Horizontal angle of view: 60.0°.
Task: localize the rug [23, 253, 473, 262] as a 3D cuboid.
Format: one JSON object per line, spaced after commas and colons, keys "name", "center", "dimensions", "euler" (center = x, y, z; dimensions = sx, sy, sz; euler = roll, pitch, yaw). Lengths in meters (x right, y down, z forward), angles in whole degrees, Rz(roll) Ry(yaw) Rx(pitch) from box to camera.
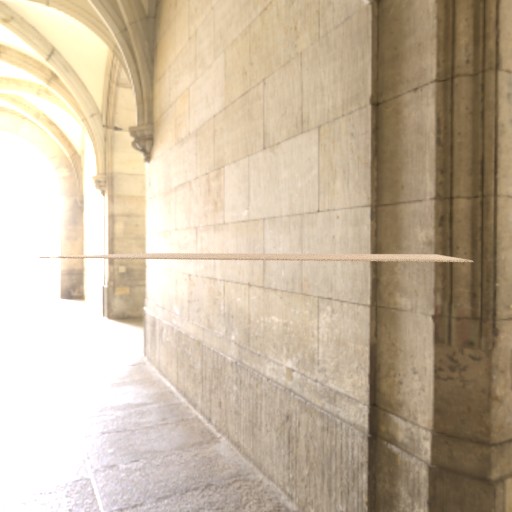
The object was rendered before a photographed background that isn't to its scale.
{"name": "rug", "center": [0.000, 0.000, 3.011], "dimensions": [2.440, 0.008, 1.524], "euler": [0, 1, 17]}
